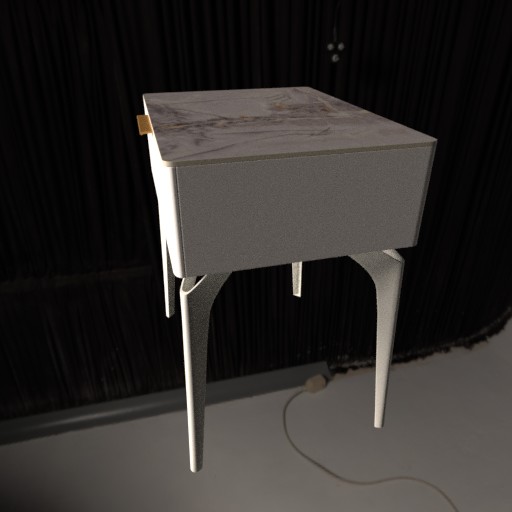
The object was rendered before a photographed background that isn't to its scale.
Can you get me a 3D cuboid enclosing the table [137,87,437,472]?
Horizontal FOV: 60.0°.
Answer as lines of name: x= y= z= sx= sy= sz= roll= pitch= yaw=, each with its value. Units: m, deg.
table: x=0.000 y=0.000 z=0.907 sx=0.400 sy=0.570 sz=0.500 roll=-8 pitch=30 yaw=-13
